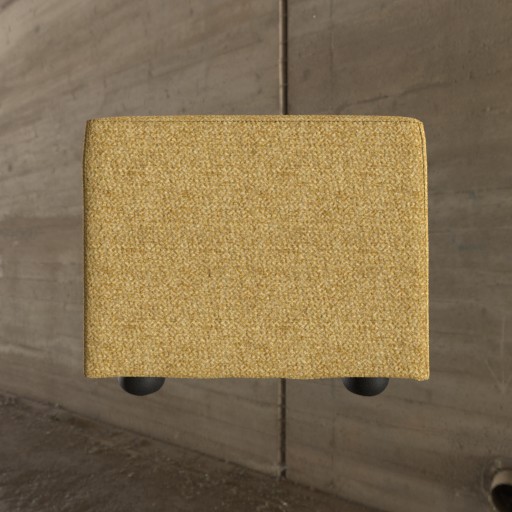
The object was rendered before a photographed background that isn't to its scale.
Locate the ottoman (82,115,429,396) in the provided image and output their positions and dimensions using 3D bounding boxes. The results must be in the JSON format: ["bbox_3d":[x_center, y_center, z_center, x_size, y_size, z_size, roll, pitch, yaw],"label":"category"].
[{"bbox_3d":[0.000,0.000,0.883,0.512,0.441,0.505,0,0,0],"label":"ottoman"}]
